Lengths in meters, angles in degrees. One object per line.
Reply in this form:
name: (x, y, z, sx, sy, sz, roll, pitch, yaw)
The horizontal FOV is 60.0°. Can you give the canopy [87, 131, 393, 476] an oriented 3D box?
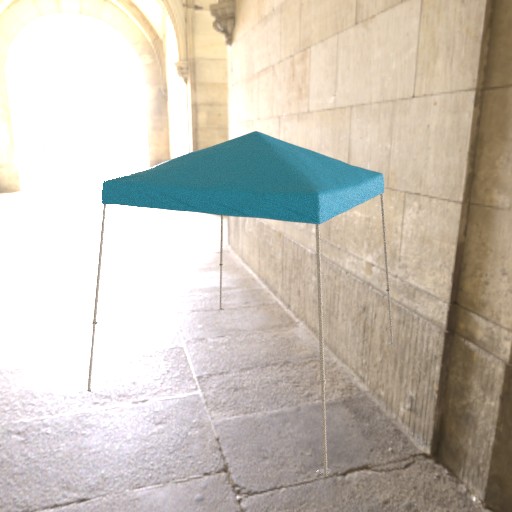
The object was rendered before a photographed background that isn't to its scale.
canopy: (0.000, 0.000, 5.249, 2.849, 2.849, 2.848, 8, 17, 27)
